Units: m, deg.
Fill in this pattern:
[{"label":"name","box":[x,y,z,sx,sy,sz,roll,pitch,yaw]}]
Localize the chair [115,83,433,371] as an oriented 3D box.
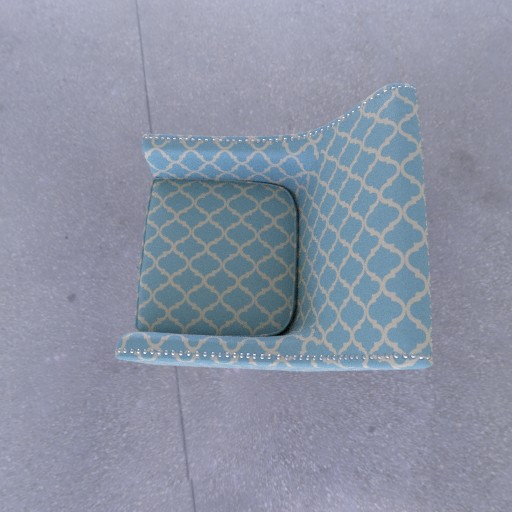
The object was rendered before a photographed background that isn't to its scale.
[{"label":"chair","box":[0.000,0.000,1.269,0.686,0.817,0.617,2,74,1]}]
